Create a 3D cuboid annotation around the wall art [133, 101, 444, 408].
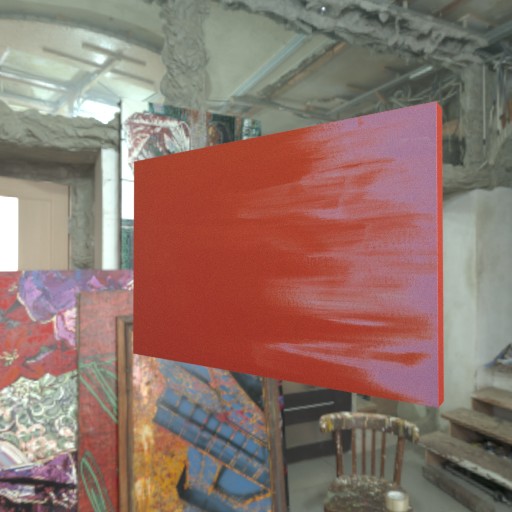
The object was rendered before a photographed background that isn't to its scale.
[{"bbox_3d":[0.000,0.000,0.772,0.607,0.405,0.033,-1,-1,35],"label":"wall art"}]
